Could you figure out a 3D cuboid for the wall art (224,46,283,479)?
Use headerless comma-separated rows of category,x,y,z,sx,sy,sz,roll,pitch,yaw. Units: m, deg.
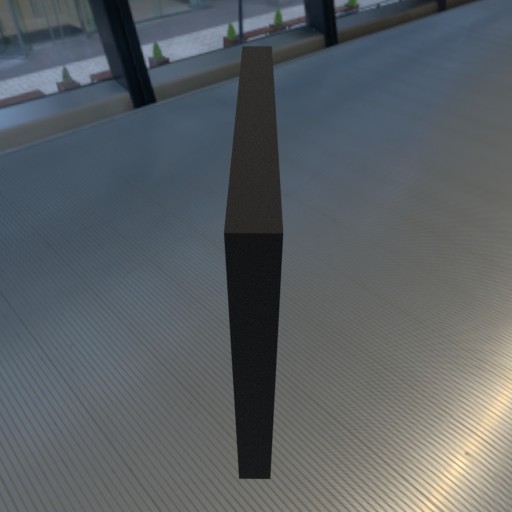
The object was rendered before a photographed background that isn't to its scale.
wall art,0.000,0.000,0.443,0.030,0.305,0.308,0,42,0
